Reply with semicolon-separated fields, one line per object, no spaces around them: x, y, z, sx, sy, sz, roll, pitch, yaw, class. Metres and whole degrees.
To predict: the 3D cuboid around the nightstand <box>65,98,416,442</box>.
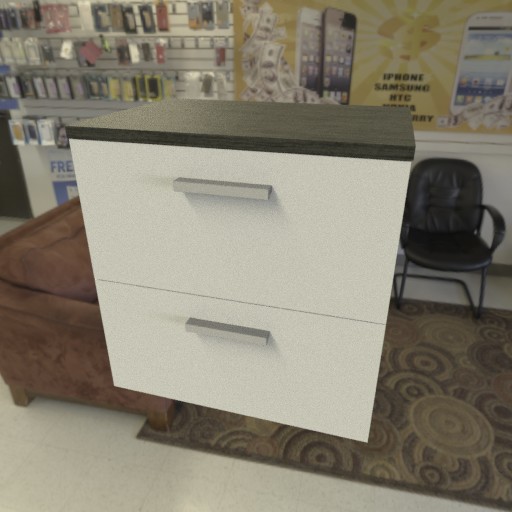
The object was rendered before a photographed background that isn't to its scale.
0.000;0.000;0.757;0.441;0.460;0.325;7;27;15;nightstand
